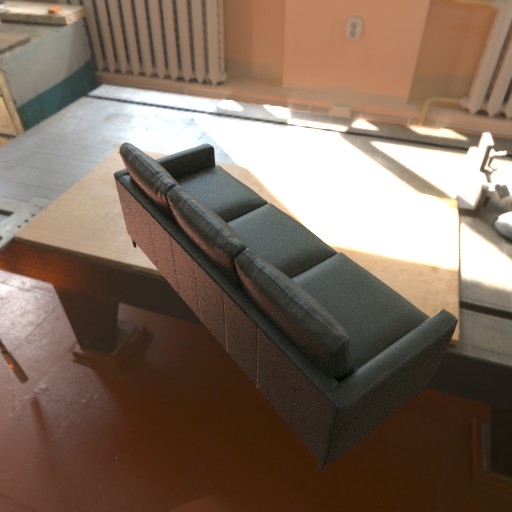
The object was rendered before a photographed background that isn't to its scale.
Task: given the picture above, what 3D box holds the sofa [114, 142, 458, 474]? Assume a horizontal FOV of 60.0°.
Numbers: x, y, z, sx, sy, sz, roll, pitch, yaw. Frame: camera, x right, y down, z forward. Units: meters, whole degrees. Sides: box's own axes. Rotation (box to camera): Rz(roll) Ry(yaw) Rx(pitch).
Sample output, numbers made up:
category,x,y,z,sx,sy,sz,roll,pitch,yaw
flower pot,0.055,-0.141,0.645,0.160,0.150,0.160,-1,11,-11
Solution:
category,x,y,z,sx,sy,sz,roll,pitch,yaw
sofa,0.000,0.000,2.419,0.748,0.805,2.029,-26,47,-27
